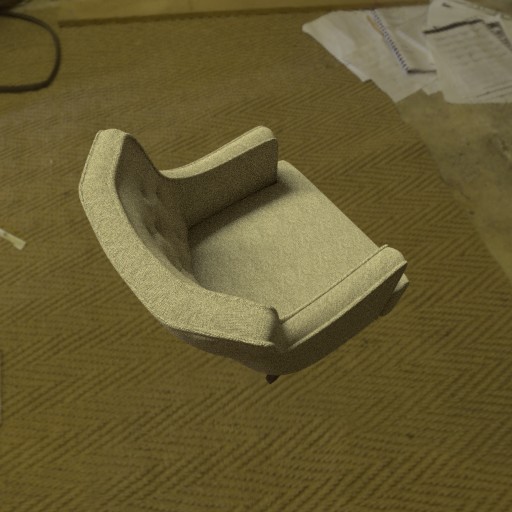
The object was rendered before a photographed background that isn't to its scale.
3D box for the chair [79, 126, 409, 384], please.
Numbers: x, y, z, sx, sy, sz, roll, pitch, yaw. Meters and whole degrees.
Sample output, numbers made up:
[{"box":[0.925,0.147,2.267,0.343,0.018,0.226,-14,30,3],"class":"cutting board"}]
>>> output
[{"box":[0.000,0.000,1.638,0.910,0.920,0.820,-32,64,-18],"class":"chair"}]
